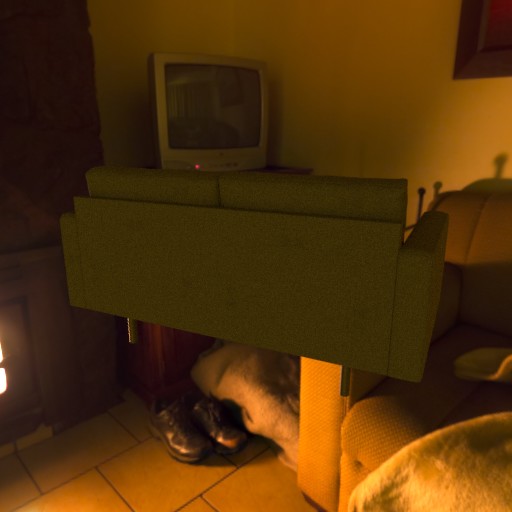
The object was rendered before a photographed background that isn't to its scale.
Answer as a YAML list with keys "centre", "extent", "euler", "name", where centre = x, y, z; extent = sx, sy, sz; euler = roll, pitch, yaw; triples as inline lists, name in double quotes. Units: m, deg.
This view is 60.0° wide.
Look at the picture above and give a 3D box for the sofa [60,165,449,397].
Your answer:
- centre: [0.000, 0.000, 2.249]
  extent: [1.730, 0.897, 0.889]
  euler: [7, 17, 25]
  name: "sofa"
